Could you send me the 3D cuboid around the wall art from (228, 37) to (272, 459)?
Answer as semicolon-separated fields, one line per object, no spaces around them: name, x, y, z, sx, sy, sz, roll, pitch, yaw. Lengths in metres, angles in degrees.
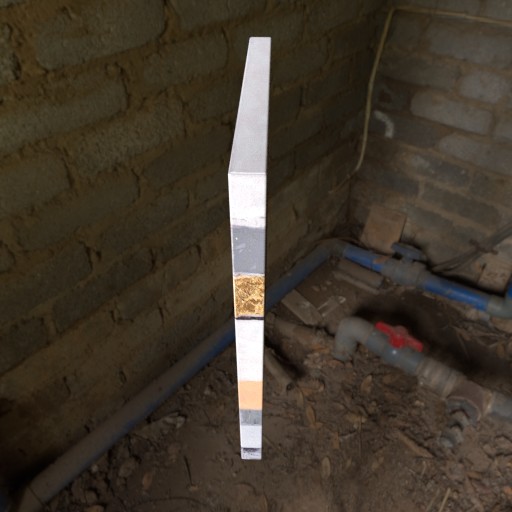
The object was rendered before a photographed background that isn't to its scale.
wall art;0.000;0.000;0.796;0.038;0.609;0.456;1;41;2
